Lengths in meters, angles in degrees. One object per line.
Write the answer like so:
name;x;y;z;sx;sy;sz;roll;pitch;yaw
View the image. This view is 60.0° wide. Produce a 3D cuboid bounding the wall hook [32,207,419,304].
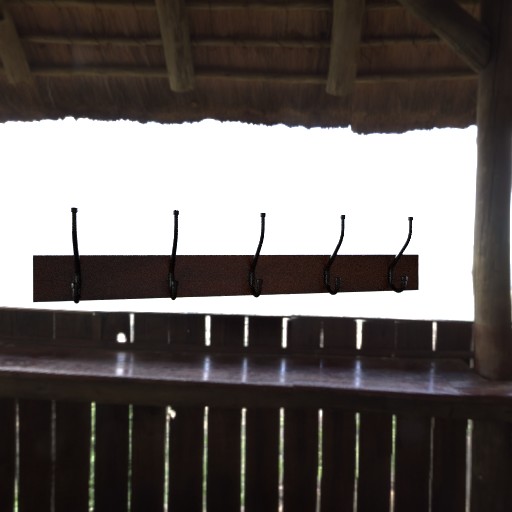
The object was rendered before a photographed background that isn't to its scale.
wall hook;0.000;0.000;0.619;0.571;0.117;0.071;0;1;-17
